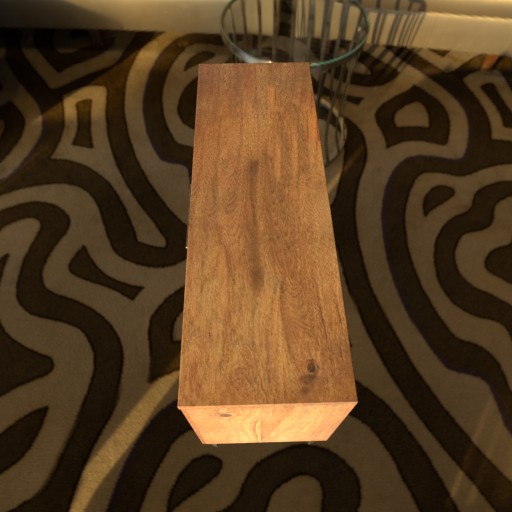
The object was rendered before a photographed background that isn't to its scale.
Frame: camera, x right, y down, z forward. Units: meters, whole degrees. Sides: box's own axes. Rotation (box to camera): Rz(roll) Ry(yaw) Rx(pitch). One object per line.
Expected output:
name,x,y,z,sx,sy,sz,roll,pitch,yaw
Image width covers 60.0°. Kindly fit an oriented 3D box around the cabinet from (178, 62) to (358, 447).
cabinet,0.000,0.000,1.819,0.480,0.812,1.373,-1,59,-1
